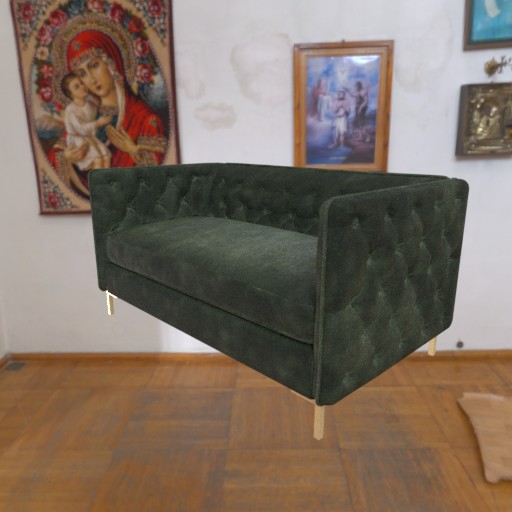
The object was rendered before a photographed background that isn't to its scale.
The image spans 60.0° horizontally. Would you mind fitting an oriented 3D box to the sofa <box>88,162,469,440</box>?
[{"bbox_3d":[0.000,0.000,2.053,0.895,0.768,1.537,-14,21,-42],"label":"sofa"}]
